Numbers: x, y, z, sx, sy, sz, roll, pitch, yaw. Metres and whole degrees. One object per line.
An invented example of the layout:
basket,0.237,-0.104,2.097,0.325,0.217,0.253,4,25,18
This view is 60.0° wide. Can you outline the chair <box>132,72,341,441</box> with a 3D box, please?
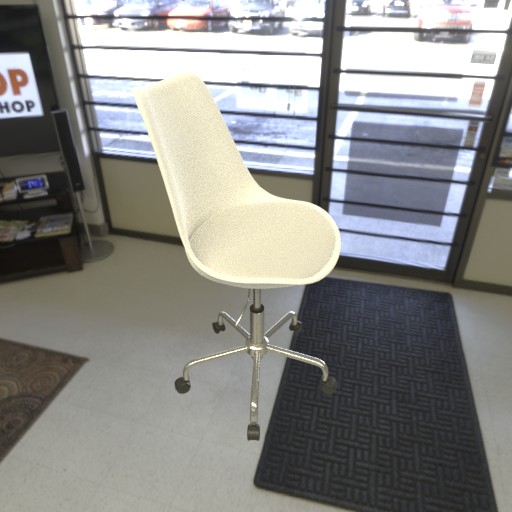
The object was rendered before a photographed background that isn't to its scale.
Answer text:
chair,0.000,0.000,1.277,0.550,0.930,0.550,10,33,17
